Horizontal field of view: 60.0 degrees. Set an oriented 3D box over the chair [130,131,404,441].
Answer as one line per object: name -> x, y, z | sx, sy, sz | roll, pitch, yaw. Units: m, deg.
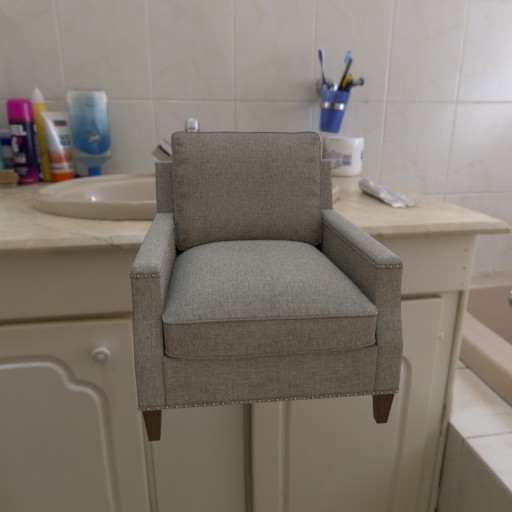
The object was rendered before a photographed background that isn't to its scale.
chair -> 0.000, 0.000, 1.767 | 0.853, 0.943, 1.014 | -2, 17, -6
